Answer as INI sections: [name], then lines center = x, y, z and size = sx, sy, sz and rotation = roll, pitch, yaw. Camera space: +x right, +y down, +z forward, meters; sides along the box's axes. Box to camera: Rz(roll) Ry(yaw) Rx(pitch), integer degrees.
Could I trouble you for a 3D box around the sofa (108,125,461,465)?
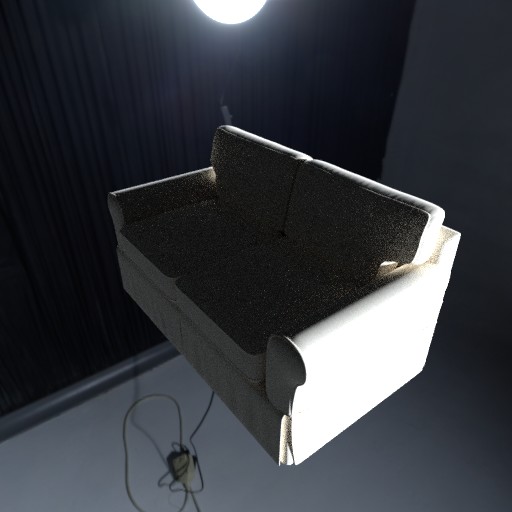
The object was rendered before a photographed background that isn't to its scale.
[sofa]
center = 0.000, 0.000, 2.358
size = 0.991, 0.940, 1.727
rotation = -22, 38, -31
